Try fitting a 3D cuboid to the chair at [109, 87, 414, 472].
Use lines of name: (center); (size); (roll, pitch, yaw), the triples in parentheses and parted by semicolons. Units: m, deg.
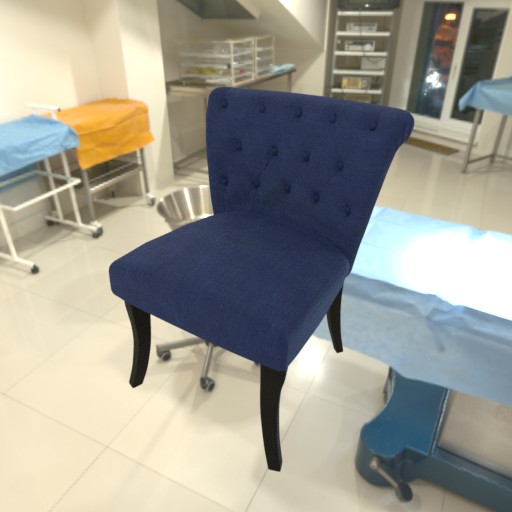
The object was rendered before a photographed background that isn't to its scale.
chair: (0.000, 0.000, 1.197); (0.585, 0.753, 0.606); (19, 35, 28)
